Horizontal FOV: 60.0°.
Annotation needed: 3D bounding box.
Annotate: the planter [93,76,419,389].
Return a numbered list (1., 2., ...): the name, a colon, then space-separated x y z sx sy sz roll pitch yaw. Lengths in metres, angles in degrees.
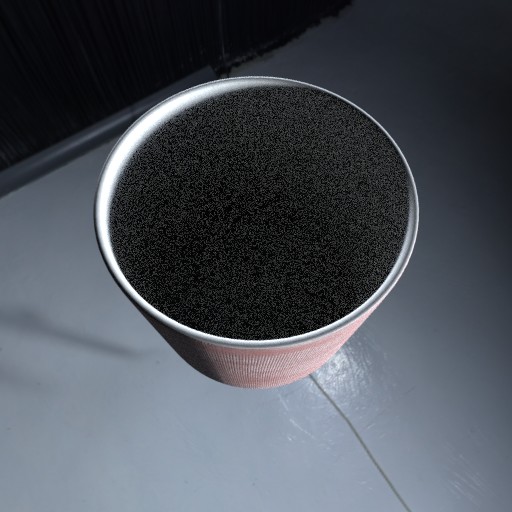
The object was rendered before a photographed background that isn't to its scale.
1. planter: 0.000 0.000 0.783 0.440 0.398 0.440 0 63 0
